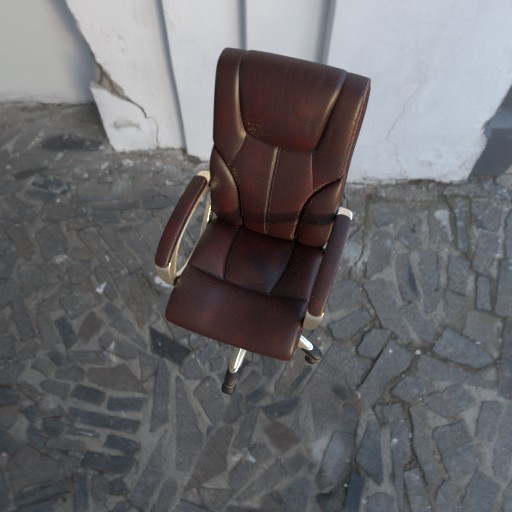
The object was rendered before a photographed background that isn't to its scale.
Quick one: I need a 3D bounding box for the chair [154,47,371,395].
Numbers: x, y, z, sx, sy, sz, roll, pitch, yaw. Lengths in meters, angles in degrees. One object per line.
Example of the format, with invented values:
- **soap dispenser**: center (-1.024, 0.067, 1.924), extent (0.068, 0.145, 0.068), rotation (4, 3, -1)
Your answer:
- **chair**: center (0.000, 0.000, 1.576), extent (0.662, 1.107, 0.739), rotation (17, 60, 10)
